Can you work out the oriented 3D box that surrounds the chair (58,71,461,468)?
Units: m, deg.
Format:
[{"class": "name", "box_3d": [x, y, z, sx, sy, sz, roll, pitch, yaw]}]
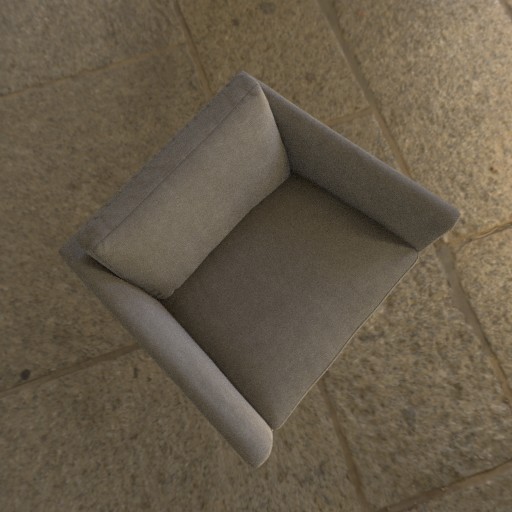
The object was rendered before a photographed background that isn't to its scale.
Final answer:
[{"class": "chair", "box_3d": [0.000, 0.000, 1.879, 1.091, 0.845, 1.190, 40, 79, 9]}]
